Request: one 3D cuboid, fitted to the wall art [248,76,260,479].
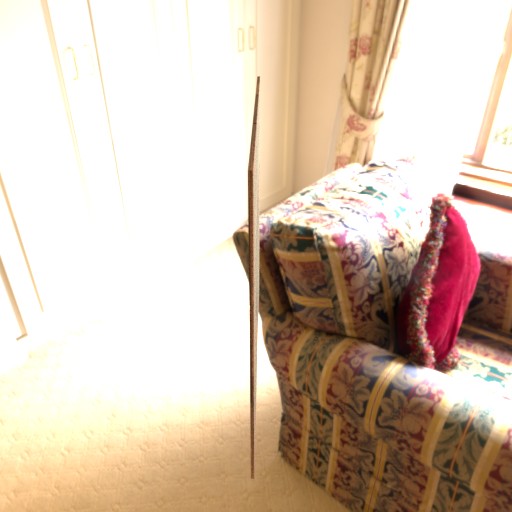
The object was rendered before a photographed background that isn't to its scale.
[{"bbox_3d":[0.000,0.000,1.860,0.013,1.213,1.215,1,32,1],"label":"wall art"}]
